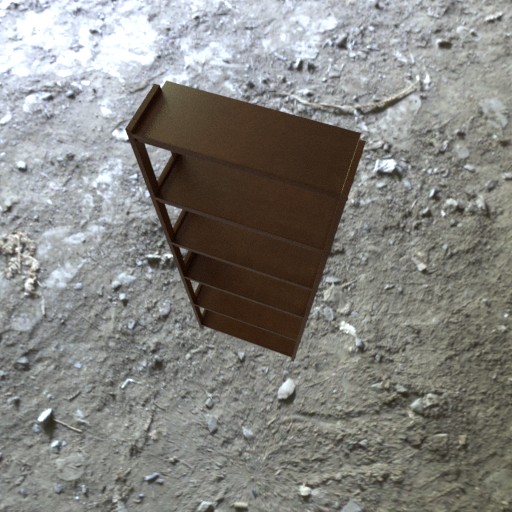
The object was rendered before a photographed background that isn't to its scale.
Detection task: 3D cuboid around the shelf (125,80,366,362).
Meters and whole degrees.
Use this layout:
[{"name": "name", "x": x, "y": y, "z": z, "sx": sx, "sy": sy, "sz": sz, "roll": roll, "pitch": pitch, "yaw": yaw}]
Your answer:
[{"name": "shelf", "x": 0.000, "y": 0.000, "z": 2.136, "sx": 0.660, "sy": 1.892, "sz": 0.382, "roll": 18, "pitch": 65, "yaw": 9}]
